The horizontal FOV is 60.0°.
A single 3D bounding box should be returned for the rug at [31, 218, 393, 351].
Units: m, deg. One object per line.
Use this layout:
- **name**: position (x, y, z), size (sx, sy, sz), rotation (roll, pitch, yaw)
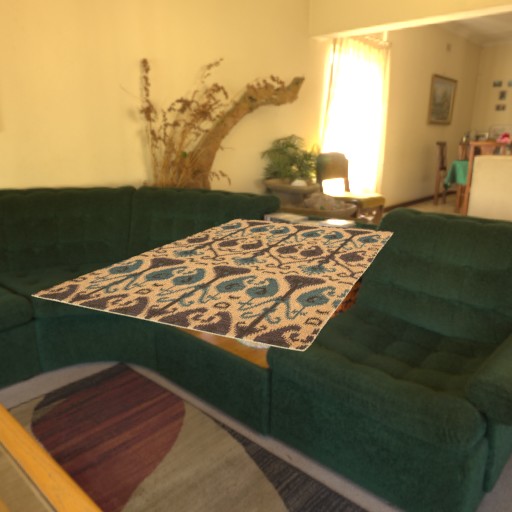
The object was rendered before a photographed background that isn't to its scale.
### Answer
- **rug**: position (0.000, 0.000, 2.176), size (1.072, 0.013, 1.698), rotation (7, 17, 24)
